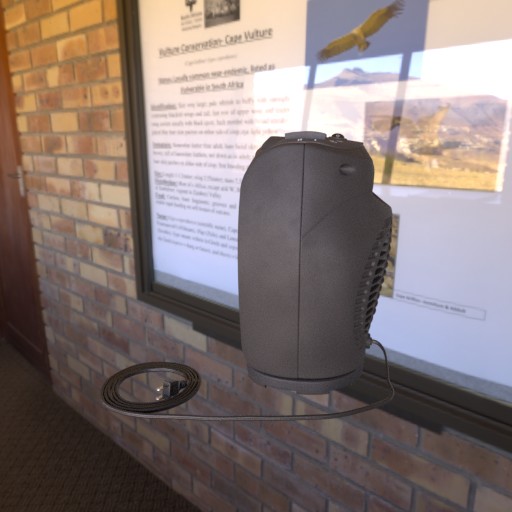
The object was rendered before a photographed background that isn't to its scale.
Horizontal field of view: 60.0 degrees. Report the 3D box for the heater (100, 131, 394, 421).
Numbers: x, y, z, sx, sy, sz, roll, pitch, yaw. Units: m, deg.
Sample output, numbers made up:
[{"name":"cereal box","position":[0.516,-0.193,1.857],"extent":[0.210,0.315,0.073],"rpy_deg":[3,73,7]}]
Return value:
[{"name":"heater","position":[0.000,0.000,0.470],"extent":[0.291,0.255,0.239],"rpy_deg":[2,15,9]}]
